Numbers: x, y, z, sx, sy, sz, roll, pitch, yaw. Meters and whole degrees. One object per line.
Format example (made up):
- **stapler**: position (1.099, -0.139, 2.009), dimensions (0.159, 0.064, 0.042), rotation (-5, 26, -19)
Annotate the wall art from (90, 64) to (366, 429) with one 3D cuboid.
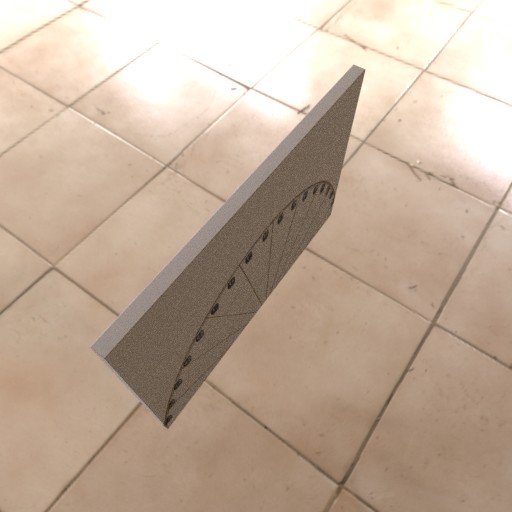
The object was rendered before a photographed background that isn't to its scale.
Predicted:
- **wall art**: position (0.000, 0.000, 1.166), dimensions (0.038, 0.601, 0.898), rotation (31, 63, 17)
